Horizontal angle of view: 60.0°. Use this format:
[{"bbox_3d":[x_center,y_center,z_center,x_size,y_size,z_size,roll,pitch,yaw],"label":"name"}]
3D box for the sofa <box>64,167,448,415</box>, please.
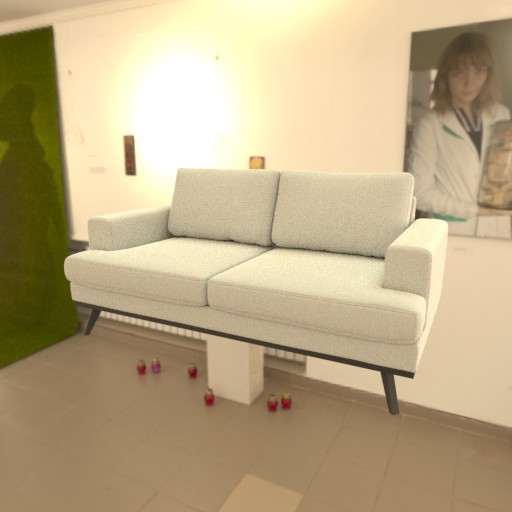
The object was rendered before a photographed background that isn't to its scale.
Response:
[{"bbox_3d":[0.000,0.000,2.165,1.650,0.810,0.920,7,15,26],"label":"sofa"}]
